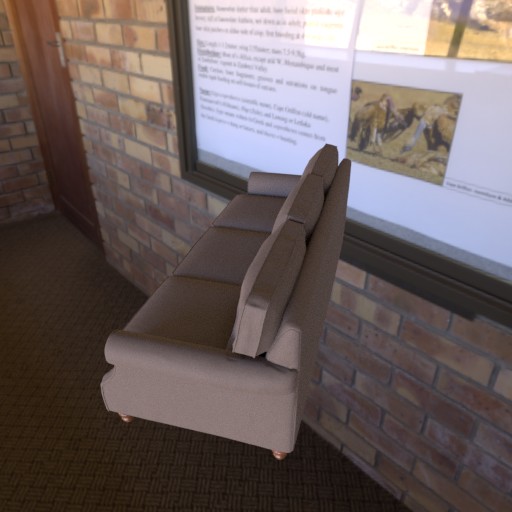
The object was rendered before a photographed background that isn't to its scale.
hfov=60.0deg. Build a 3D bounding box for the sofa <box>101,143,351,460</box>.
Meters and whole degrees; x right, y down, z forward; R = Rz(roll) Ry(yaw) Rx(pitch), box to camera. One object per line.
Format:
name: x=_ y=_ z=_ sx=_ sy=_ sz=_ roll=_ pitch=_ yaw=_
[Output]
sofa: x=0.000 y=0.000 z=2.831 sx=0.966 sy=0.948 sz=2.353 roll=8 pitch=31 yaw=13
